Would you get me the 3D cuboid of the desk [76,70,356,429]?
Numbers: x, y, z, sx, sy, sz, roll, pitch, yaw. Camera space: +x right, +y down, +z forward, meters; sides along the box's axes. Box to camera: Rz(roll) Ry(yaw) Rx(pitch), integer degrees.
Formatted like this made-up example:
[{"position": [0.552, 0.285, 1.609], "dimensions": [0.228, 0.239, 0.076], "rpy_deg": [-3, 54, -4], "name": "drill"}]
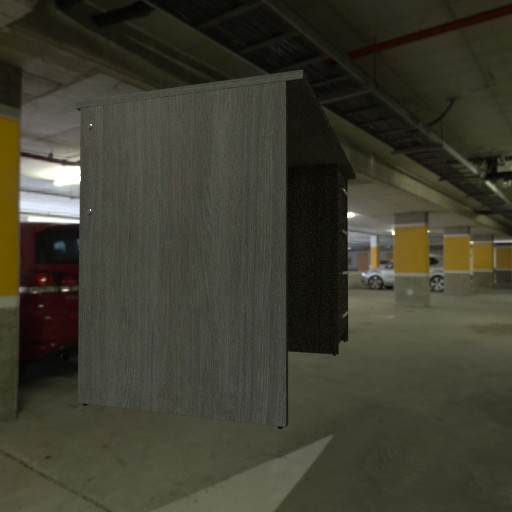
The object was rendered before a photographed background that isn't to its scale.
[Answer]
[{"position": [0.000, 0.000, 1.498], "dimensions": [0.560, 0.730, 1.096], "rpy_deg": [0, -1, 18], "name": "desk"}]
